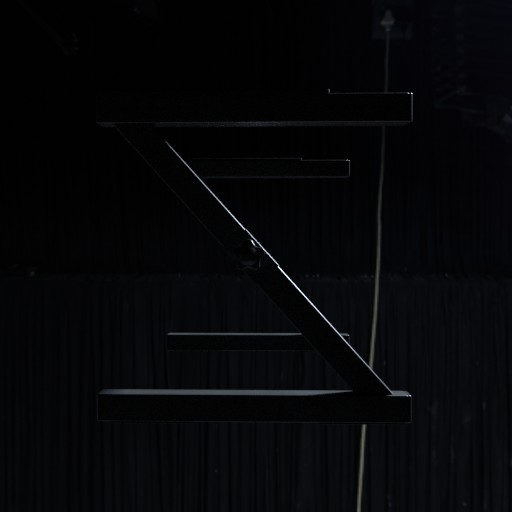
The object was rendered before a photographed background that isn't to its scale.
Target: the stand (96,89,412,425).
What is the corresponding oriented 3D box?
[{"bbox_3d":[0.000,0.000,1.129,0.586,0.617,0.700,0,1,1],"label":"stand"}]
